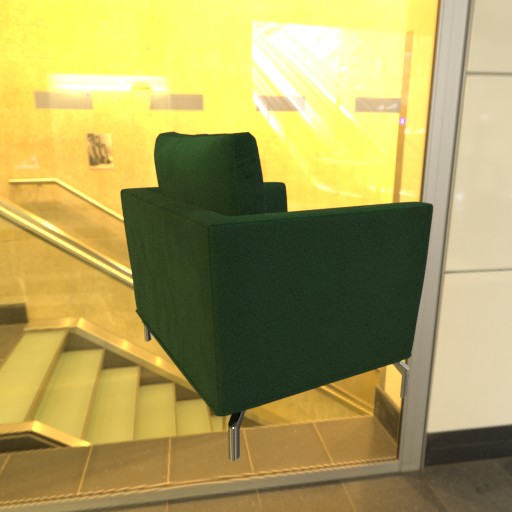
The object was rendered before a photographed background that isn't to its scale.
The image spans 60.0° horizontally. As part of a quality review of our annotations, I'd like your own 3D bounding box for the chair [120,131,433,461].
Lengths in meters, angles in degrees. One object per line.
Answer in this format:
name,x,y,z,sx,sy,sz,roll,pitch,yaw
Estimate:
chair,0.000,0.000,1.827,0.852,0.997,1.047,-8,16,-28
